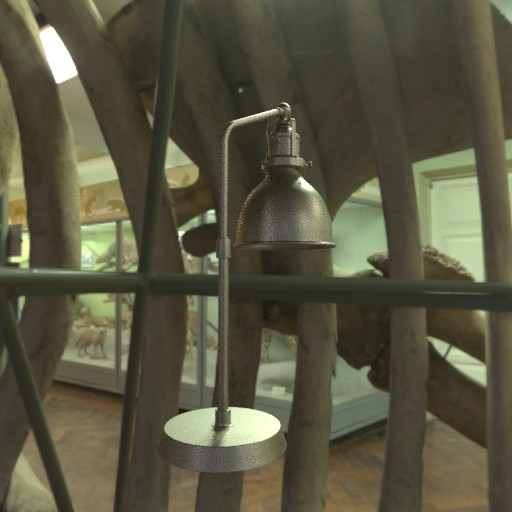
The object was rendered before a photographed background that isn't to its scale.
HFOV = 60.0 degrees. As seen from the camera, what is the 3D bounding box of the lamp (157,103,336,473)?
[{"bbox_3d":[0.000,0.000,0.593,0.153,0.456,0.286,-2,-3,37],"label":"lamp"}]
